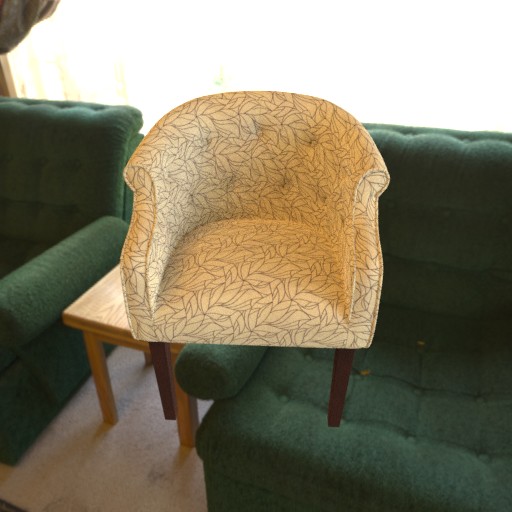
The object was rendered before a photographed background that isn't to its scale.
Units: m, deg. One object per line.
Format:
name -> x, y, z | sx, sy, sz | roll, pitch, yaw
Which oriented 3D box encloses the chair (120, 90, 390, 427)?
chair -> 0.000, 0.000, 1.334 | 0.686, 0.858, 0.613 | 2, 31, 3
